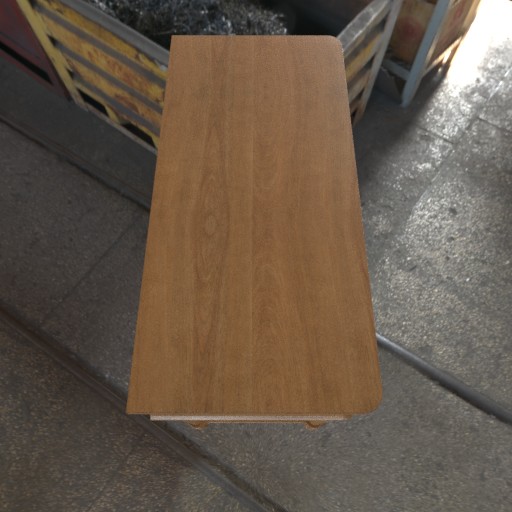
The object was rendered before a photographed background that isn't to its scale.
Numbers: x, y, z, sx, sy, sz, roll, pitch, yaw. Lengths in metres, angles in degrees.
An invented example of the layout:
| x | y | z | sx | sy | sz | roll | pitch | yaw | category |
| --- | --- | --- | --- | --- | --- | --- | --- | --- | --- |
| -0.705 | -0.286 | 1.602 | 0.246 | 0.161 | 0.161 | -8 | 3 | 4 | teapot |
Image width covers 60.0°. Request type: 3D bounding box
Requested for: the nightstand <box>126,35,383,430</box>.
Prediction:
| x | y | z | sx | sy | sz | roll | pitch | yaw | category |
| --- | --- | --- | --- | --- | --- | --- | --- | --- | --- |
| 0.000 | 0.000 | 1.250 | 0.432 | 0.700 | 0.914 | 0 | 64 | 0 | nightstand |
